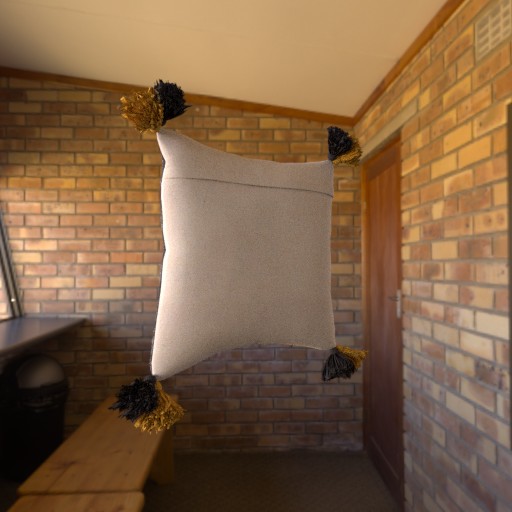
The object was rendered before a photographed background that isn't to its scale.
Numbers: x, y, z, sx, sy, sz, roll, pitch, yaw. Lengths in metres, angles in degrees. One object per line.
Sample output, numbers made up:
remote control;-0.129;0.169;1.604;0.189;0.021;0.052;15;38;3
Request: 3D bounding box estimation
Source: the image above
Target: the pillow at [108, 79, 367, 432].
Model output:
pillow;0.000;0.000;0.976;0.654;0.659;0.139;1;-2;-35
